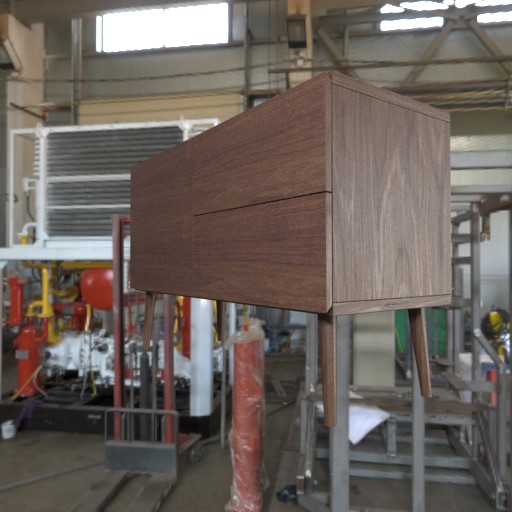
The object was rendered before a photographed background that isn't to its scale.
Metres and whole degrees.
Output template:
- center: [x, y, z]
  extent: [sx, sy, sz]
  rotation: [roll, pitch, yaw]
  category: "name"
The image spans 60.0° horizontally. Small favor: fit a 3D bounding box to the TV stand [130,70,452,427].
- center: [0.000, 0.000, 1.312]
  extent: [0.405, 0.660, 0.990]
  rotation: [1, -1, -36]
  category: "TV stand"
